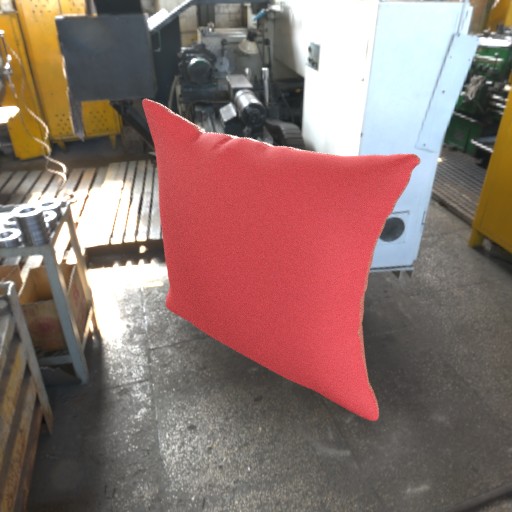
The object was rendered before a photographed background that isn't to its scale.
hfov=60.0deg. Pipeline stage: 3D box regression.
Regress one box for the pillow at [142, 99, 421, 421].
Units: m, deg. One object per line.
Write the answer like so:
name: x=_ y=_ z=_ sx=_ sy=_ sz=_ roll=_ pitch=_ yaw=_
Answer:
pillow: x=0.000 y=0.000 z=0.829 sx=0.559 sy=0.501 sz=0.229 roll=21 pitch=37 yaw=31
